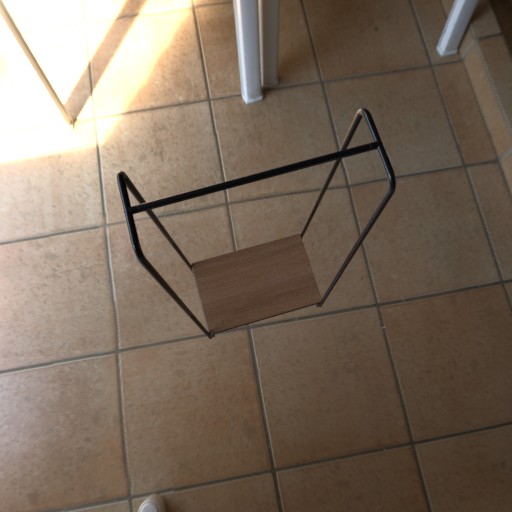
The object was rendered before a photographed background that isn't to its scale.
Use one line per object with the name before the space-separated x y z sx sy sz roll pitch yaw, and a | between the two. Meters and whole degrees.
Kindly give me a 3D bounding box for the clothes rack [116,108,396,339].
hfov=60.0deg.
clothes rack | 0.000 0.000 1.768 0.640 1.500 0.400 -16 76 -4
